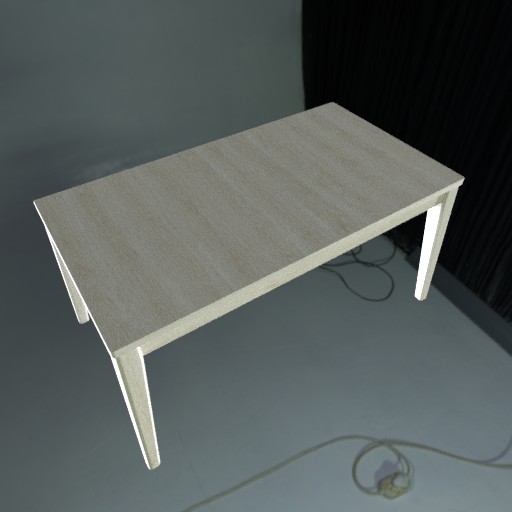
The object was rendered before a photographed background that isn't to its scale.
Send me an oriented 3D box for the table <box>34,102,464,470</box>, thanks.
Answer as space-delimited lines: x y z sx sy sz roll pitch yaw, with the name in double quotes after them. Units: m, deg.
0.000 0.000 2.057 1.600 0.760 0.900 -25 50 -23 "table"
